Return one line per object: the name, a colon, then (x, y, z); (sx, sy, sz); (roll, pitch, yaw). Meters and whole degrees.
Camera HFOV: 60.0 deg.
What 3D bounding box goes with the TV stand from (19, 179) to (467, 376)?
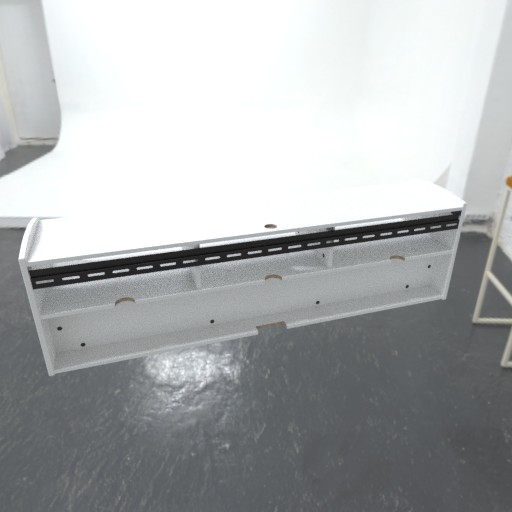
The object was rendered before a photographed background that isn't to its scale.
TV stand: (0.000, 0.000, 1.651); (1.473, 0.424, 0.397); (-8, 27, -16)
